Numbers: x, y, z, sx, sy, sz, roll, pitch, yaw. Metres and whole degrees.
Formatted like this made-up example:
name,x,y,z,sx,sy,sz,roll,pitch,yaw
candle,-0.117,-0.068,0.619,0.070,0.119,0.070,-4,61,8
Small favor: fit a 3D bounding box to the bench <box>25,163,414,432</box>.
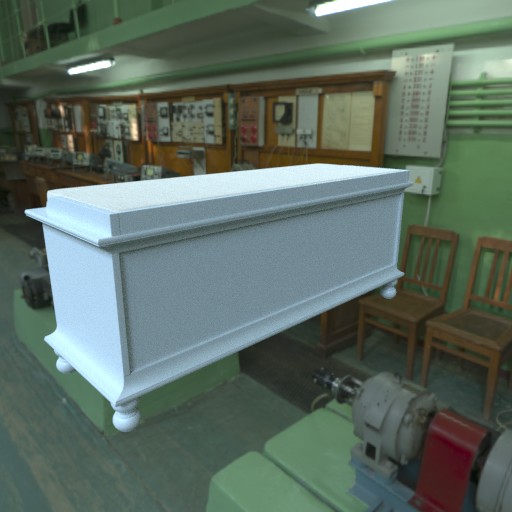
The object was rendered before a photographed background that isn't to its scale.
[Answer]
name,x,y,z,sx,sy,sz,roll,pitch,yaw
bench,0.000,0.000,1.394,1.185,0.486,0.402,-15,23,-42
